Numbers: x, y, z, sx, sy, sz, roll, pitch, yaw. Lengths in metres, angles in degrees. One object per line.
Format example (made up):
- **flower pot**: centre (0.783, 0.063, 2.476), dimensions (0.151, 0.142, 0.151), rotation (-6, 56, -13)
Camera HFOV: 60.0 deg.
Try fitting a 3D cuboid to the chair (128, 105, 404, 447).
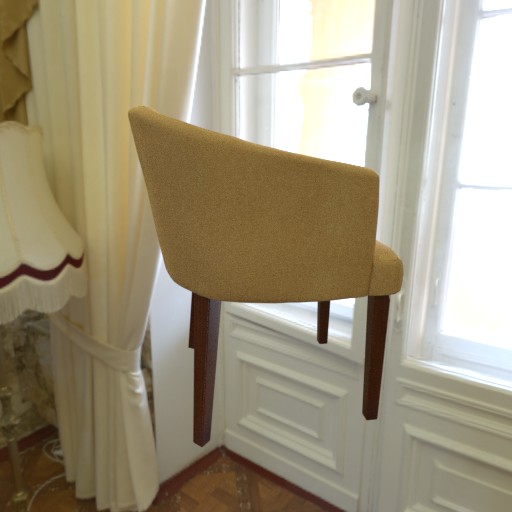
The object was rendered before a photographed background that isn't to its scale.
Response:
- **chair**: centre (0.000, 0.000, 1.275), dimensions (0.655, 0.811, 0.583), rotation (-2, 16, -9)
